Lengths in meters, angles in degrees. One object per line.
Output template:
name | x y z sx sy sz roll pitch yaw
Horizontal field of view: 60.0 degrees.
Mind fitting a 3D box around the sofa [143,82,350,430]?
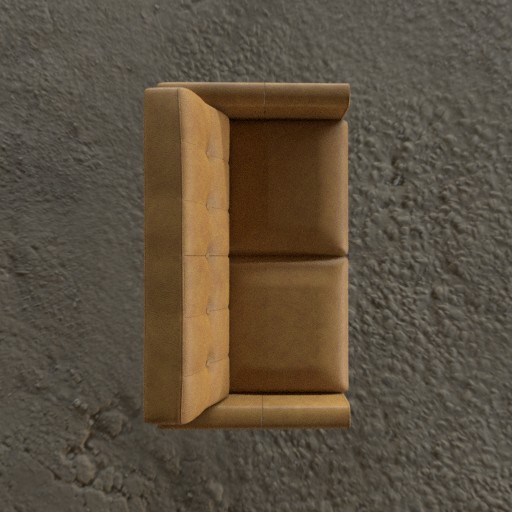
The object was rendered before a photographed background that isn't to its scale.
sofa | 0.000 0.000 2.258 0.952 0.925 1.651 0 90 0
